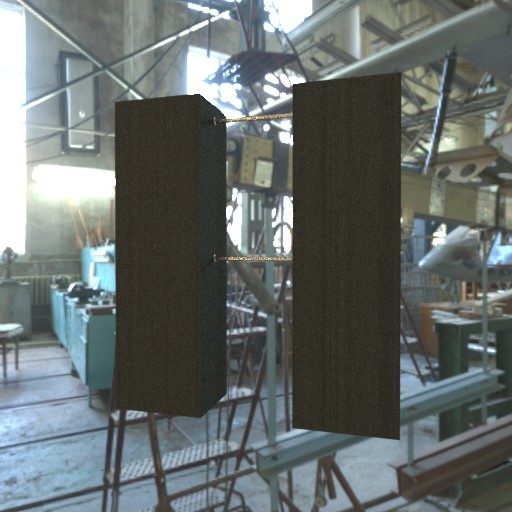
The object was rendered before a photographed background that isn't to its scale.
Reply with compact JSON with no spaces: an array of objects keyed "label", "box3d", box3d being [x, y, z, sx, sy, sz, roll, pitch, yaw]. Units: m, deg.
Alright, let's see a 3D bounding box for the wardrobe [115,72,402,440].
[{"label":"wardrobe","box3d":[0.000,0.000,2.879,1.770,2.000,0.480,0,1,16]}]
